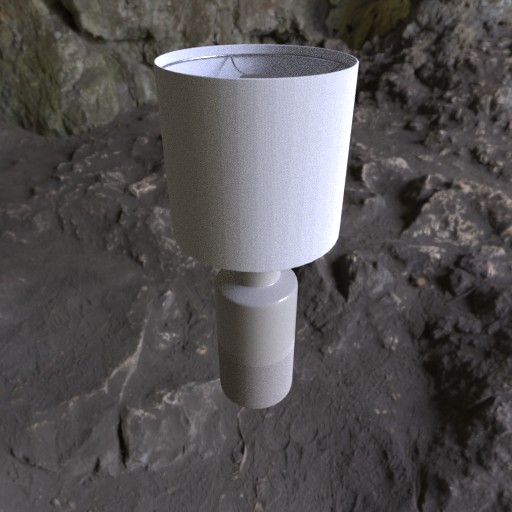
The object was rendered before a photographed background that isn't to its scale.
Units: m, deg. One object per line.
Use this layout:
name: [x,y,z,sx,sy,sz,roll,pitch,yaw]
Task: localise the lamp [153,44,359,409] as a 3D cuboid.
lamp: [0.000,0.000,0.598,0.212,0.493,0.212,-10,34,-15]
